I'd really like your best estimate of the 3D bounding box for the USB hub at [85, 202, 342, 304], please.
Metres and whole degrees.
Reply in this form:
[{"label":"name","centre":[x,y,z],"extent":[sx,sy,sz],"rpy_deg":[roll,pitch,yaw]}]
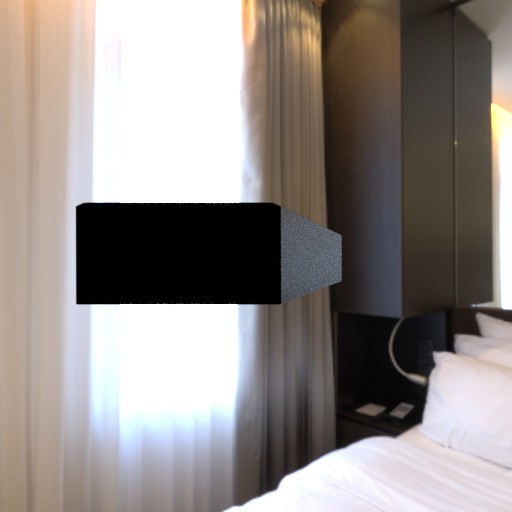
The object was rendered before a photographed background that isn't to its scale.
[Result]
[{"label":"USB hub","centre":[0.000,0.000,0.156],"extent":[0.044,0.023,0.145],"rpy_deg":[0,-1,17]}]
